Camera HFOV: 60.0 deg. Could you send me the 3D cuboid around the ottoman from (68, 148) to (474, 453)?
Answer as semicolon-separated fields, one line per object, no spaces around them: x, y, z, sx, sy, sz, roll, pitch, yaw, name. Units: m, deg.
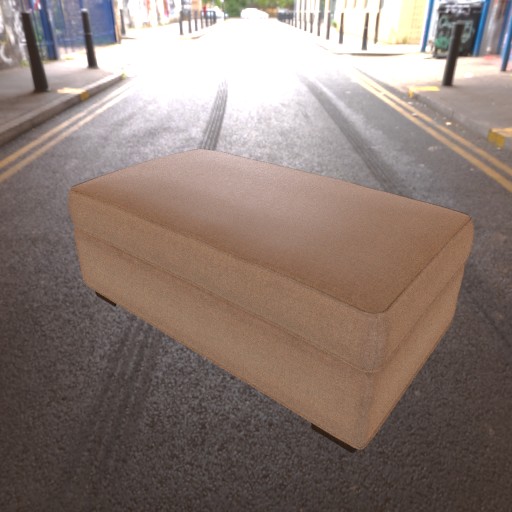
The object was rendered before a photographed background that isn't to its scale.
0.000;0.000;1.393;1.097;0.448;0.617;22;36;33;ottoman
